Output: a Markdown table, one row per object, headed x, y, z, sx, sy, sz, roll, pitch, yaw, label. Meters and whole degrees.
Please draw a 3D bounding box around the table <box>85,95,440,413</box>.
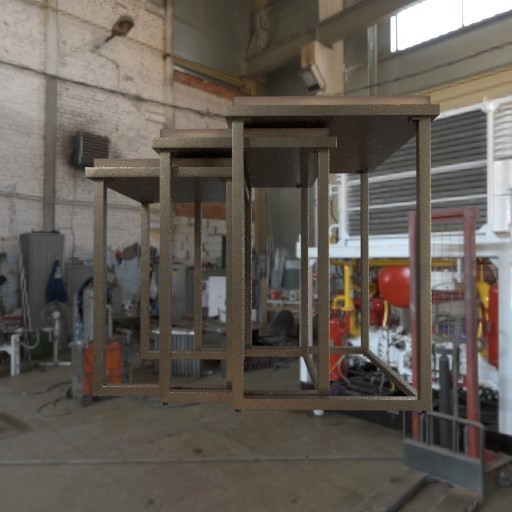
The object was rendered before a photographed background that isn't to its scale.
| x | y | z | sx | sy | sz | roll | pitch | yaw | label |
| --- | --- | --- | --- | --- | --- | --- | --- | --- | --- |
| 0.000 | 0.000 | 1.119 | 0.706 | 0.610 | 0.559 | 0 | -1 | 1 | table |
